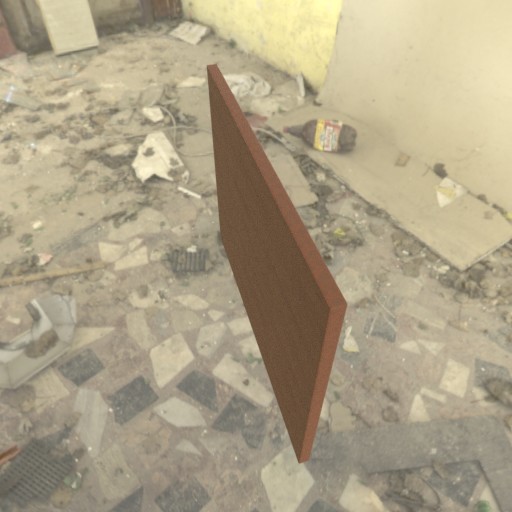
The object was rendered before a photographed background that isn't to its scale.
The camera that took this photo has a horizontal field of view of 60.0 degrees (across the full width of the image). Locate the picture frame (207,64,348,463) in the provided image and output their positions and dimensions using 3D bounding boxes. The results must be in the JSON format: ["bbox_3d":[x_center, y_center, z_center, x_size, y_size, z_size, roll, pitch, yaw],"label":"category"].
[{"bbox_3d":[0.000,0.000,1.813,0.045,1.018,1.329,-12,48,-11],"label":"picture frame"}]
